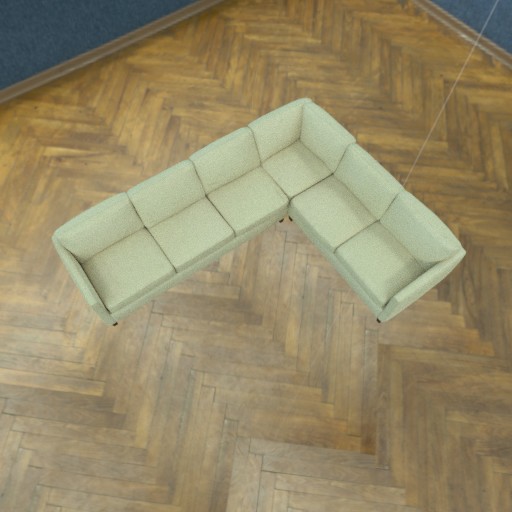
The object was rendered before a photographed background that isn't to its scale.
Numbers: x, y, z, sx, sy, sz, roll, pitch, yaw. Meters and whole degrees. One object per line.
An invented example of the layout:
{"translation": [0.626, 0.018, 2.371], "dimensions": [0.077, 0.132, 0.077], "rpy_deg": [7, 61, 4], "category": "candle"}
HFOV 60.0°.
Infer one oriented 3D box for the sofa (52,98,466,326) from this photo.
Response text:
{"translation": [0.000, 0.000, 4.588], "dimensions": [3.302, 0.947, 2.593], "rpy_deg": [-32, 68, -15], "category": "sofa"}
